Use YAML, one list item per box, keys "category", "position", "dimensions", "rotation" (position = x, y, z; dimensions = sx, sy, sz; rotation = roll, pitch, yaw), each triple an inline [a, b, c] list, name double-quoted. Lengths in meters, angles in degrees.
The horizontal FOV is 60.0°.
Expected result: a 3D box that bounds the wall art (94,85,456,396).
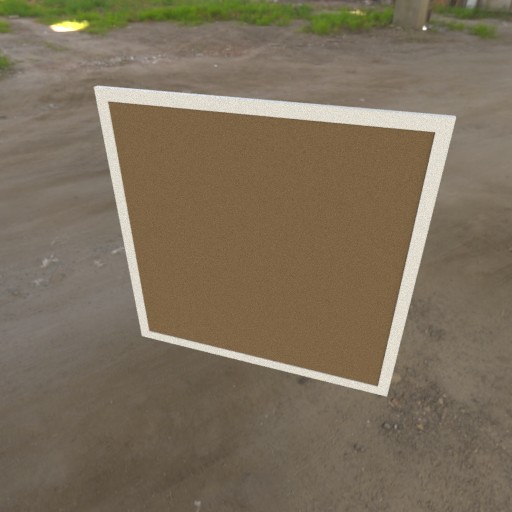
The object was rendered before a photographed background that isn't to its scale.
- category: "wall art"
  position: [0.000, 0.000, 1.186]
  dimensions: [0.812, 0.812, 0.015]
  rotation: [10, 35, 15]
